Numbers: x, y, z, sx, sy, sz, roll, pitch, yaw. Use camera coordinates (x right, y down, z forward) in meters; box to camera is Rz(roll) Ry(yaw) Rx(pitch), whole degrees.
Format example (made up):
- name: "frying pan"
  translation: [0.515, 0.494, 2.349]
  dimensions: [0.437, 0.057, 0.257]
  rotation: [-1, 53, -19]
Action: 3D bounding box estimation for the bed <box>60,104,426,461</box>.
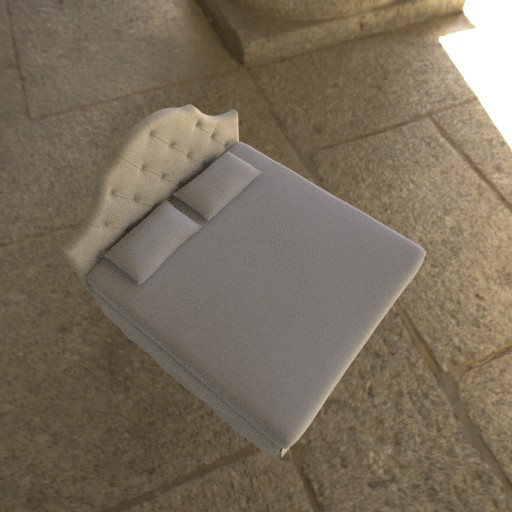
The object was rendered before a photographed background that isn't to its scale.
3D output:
- name: "bed"
  translation: [0.000, 0.000, 3.452]
  dimensions: [2.086, 1.555, 2.012]
  rotation: [34, 65, 19]
